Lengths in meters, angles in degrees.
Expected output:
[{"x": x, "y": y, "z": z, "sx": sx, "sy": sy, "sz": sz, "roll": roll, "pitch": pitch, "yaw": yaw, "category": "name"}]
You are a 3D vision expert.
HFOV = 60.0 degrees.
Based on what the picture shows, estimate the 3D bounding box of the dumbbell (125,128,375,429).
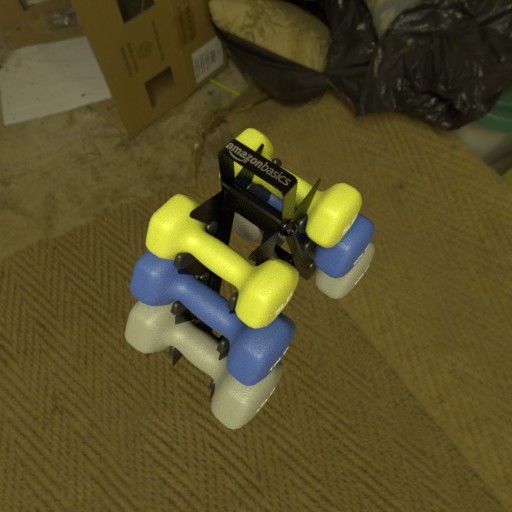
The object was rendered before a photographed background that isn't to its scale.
[{"x": 0.000, "y": 0.000, "z": 0.670, "sx": 0.261, "sy": 0.426, "sz": 0.416, "roll": 36, "pitch": 68, "yaw": 17, "category": "dumbbell"}]
